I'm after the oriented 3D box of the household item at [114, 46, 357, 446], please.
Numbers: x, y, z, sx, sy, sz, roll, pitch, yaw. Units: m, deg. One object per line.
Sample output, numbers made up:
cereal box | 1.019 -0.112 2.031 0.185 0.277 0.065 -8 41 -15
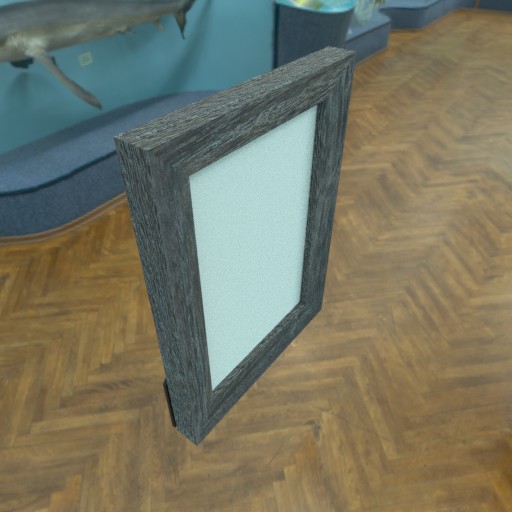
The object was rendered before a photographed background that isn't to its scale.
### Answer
household item | 0.000 0.000 0.236 0.020 0.180 0.133 26 46 28
